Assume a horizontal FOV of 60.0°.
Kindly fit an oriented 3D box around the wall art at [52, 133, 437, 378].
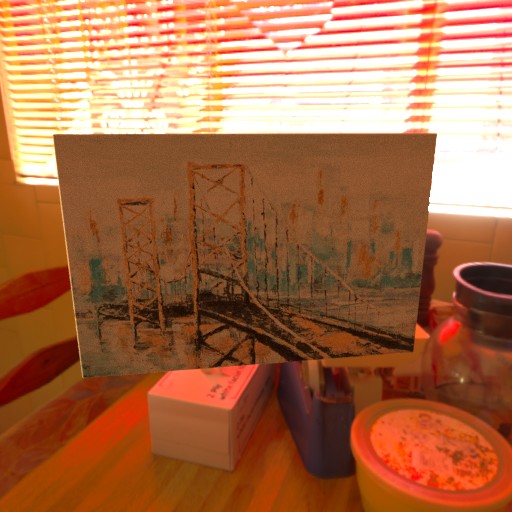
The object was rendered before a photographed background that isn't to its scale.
[{"bbox_3d":[0.000,0.000,1.143,0.913,0.609,0.038,-2,16,-8],"label":"wall art"}]
